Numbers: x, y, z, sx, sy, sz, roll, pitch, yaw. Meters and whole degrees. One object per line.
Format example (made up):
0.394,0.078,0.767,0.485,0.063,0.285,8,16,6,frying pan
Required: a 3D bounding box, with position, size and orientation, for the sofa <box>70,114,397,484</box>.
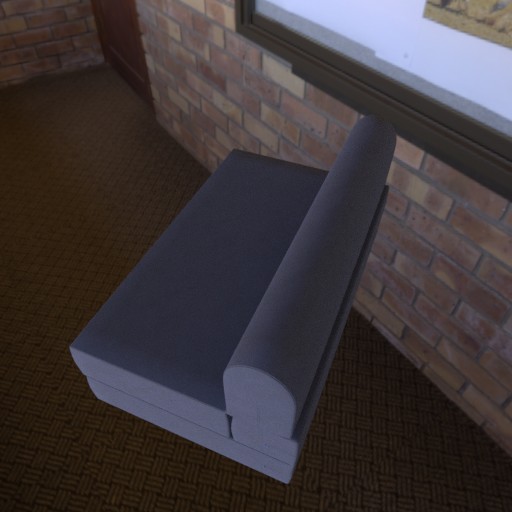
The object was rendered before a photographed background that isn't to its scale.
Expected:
0.000,0.000,1.659,0.762,0.660,1.219,17,49,16,sofa
